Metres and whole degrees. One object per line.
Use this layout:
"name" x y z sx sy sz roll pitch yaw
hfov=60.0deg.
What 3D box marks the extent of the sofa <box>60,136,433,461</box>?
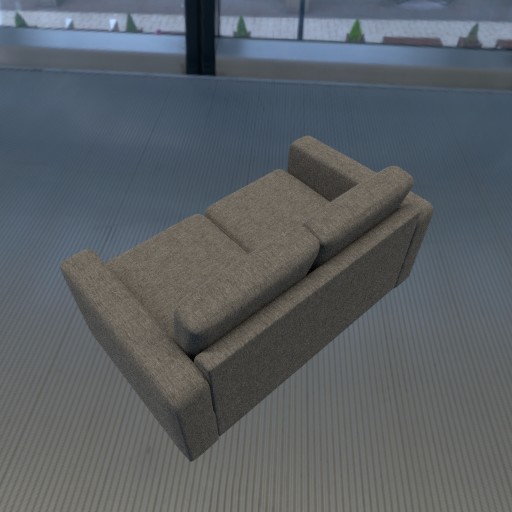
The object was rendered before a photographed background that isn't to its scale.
"sofa" 0.000 0.000 2.101 1.520 0.800 0.900 -33 55 -27
